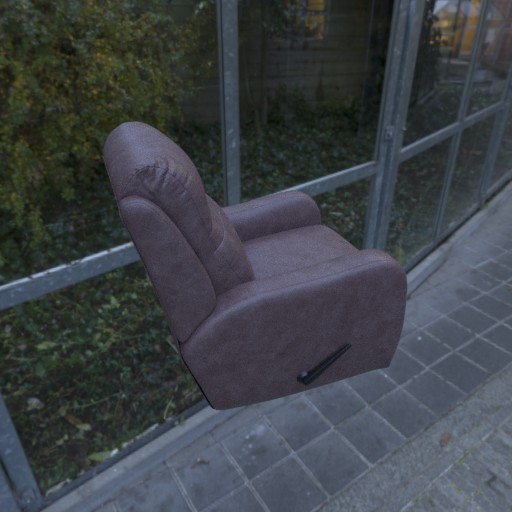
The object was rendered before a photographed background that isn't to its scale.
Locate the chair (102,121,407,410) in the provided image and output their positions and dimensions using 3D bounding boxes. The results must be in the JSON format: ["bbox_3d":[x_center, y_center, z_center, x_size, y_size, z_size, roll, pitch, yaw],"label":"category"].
[{"bbox_3d":[0.000,0.000,1.866,1.067,1.067,0.865,-11,31,-19],"label":"chair"}]
